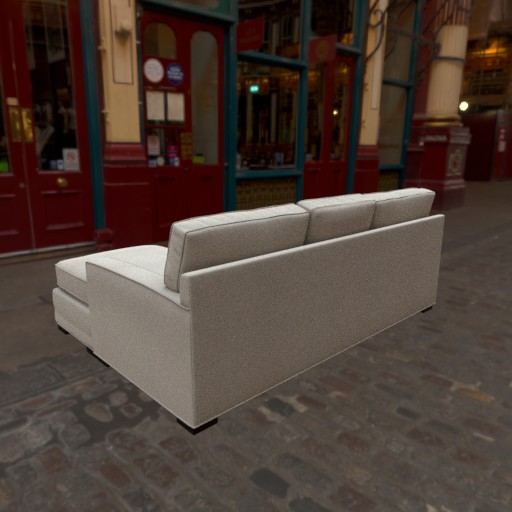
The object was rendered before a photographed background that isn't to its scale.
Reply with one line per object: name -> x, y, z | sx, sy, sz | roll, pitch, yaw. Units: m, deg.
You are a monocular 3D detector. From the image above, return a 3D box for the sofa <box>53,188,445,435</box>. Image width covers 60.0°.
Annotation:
sofa -> 0.000, 0.000, 2.858 | 2.087, 0.861, 1.496 | -13, 19, -42
